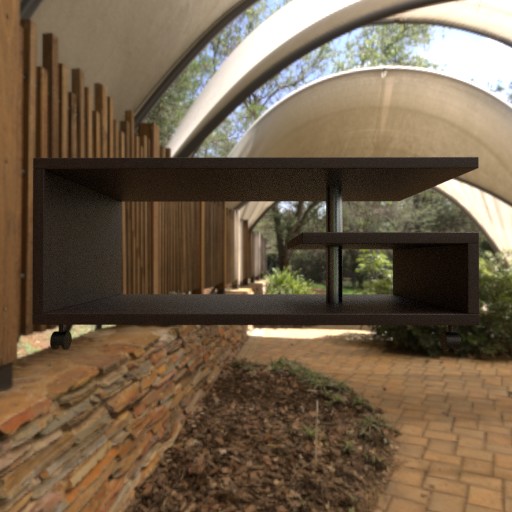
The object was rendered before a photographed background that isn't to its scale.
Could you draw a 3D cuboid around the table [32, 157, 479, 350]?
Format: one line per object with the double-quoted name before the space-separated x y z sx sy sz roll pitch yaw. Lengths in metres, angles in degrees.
"table" 0.000 0.000 1.336 1.050 0.460 0.590 0 0 1
